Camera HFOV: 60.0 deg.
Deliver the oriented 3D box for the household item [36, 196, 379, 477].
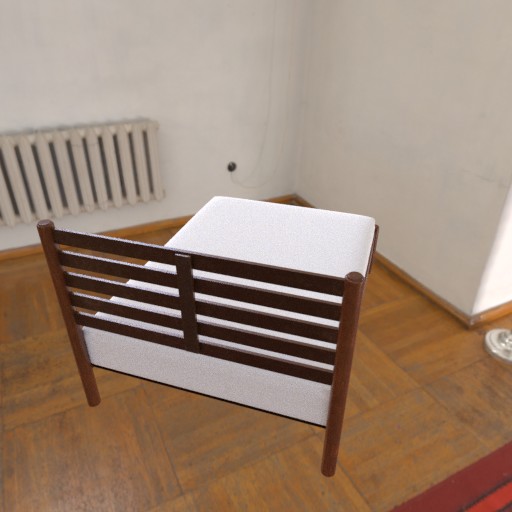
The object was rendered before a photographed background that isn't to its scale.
[{"bbox_3d":[0.000,0.000,3.287,1.663,1.356,2.232,10,33,15],"label":"household item"}]
